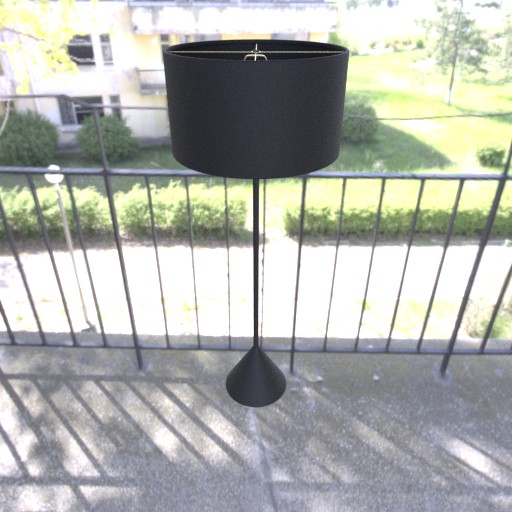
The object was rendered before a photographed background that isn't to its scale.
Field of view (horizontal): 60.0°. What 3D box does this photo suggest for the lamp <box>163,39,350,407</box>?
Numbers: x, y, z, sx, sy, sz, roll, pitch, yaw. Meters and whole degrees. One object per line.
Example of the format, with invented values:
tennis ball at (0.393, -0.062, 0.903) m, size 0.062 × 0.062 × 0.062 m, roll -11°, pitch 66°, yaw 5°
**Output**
lamp at (0.000, 0.000, 1.787) m, size 0.580 × 1.526 × 0.580 m, roll 0°, pitch 31°, yaw 1°
